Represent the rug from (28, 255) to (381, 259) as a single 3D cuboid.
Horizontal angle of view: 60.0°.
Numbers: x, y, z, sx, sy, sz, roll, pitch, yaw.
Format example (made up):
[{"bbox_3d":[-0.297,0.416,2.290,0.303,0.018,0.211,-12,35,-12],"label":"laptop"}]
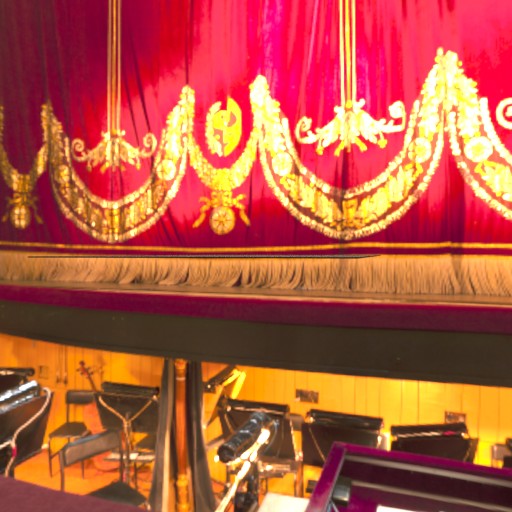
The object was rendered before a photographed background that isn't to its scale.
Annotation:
[{"bbox_3d":[0.000,0.000,2.324,1.200,0.005,1.819,0,0,18],"label":"rug"}]
